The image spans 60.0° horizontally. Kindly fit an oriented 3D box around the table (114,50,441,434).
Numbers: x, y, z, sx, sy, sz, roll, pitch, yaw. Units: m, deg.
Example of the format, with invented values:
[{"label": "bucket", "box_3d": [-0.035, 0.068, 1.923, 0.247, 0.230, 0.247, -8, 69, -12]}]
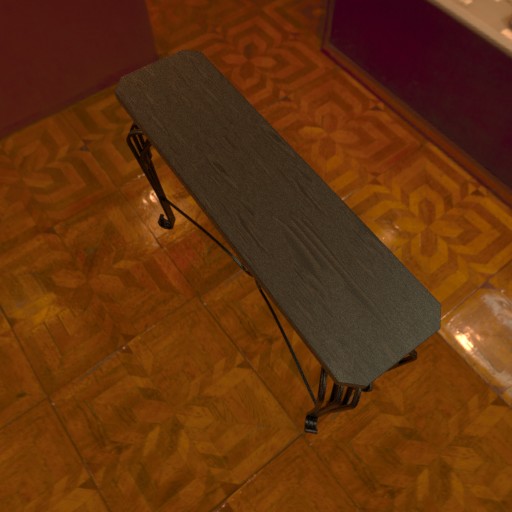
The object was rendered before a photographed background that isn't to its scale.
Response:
[{"label": "table", "box_3d": [0.000, 0.000, 1.474, 0.329, 0.800, 1.112, -32, 67, -15]}]
